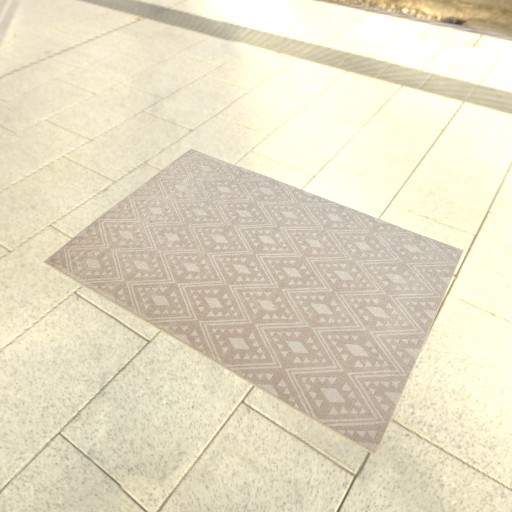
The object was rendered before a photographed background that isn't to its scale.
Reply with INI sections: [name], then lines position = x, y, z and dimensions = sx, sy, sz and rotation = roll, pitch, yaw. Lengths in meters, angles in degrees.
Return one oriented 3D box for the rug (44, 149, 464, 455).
[rug]
position = 0.000, 0.000, 2.331
dimensions = 1.829, 0.034, 1.252
rotation = 25, 51, 21
